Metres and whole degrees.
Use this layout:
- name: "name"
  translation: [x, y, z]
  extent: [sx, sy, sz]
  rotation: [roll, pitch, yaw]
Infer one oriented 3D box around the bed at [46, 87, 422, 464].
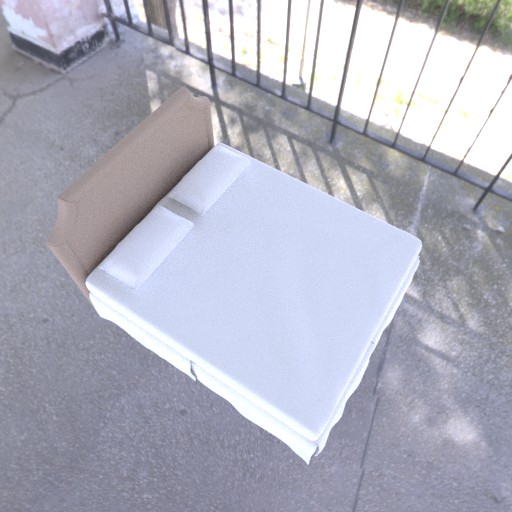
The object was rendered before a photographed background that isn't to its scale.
- name: "bed"
  translation: [0.000, 0.000, 4.188]
  extent: [2.773, 1.590, 2.350]
  rotation: [29, 63, 17]
